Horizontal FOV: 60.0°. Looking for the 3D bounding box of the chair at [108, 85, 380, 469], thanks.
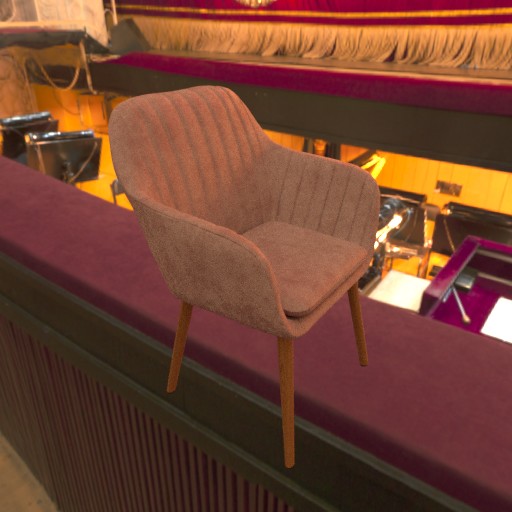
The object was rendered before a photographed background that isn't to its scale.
[{"bbox_3d":[0.000,0.000,1.237,0.570,0.832,0.610,19,33,31],"label":"chair"}]
